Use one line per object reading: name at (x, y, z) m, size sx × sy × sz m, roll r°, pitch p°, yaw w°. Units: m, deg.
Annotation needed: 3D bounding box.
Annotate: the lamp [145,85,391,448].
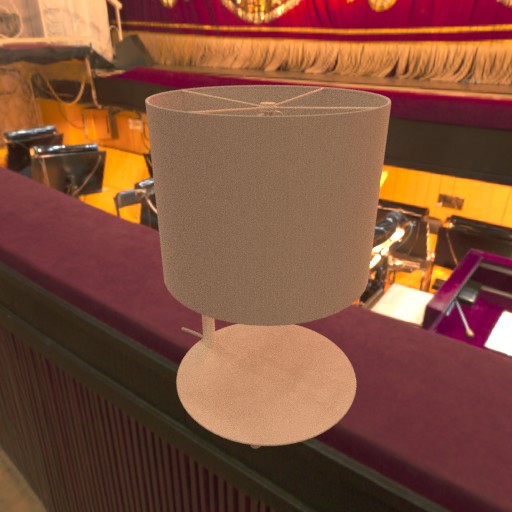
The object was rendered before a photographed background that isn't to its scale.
lamp at (0.000, 0.000, 0.664) m, size 0.341 × 0.454 × 0.299 m, roll 18°, pitch 31°, yaw 32°
